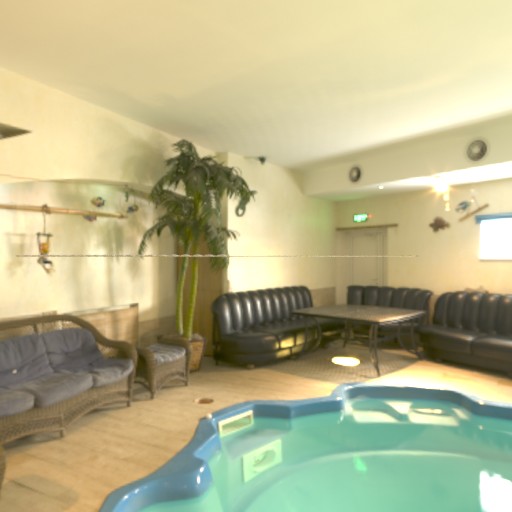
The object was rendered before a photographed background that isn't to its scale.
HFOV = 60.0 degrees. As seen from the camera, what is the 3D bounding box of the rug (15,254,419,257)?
[{"bbox_3d":[0.000,0.000,2.492,1.222,0.009,2.084,0,0,36],"label":"rug"}]
